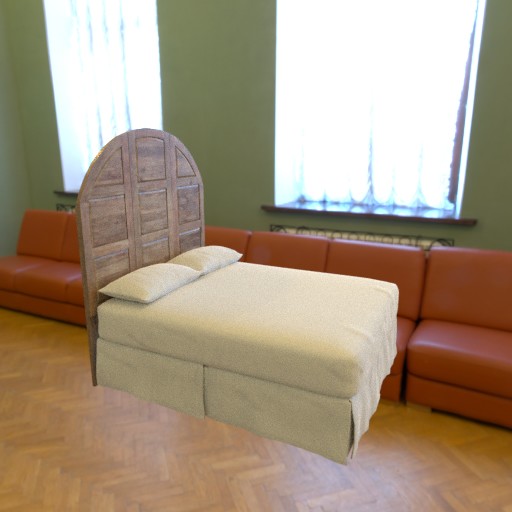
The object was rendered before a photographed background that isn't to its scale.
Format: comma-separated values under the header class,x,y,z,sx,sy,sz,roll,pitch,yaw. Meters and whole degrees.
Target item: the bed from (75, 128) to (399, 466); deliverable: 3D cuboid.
class,x,y,z,sx,sy,sz,roll,pitch,yaw
bed,0.000,0.000,3.545,2.112,2.002,1.713,7,16,25
